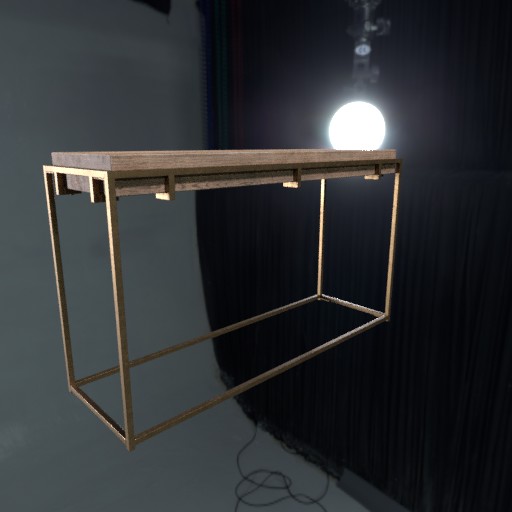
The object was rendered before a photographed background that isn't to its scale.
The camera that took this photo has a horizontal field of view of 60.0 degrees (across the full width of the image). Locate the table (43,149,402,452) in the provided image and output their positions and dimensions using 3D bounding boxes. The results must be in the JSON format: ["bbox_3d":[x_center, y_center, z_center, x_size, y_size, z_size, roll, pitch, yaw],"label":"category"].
[{"bbox_3d":[0.000,0.000,1.775,1.400,0.820,0.440,-13,19,-42],"label":"table"}]
